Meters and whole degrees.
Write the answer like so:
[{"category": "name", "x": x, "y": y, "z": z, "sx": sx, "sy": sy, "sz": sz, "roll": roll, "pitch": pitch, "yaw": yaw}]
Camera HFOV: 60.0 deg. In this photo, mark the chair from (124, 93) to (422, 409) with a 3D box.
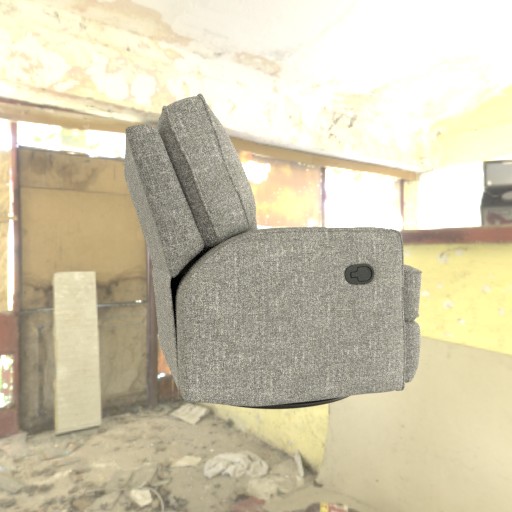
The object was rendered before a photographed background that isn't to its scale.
[{"category": "chair", "x": 0.000, "y": 0.000, "z": 1.699, "sx": 0.964, "sy": 0.962, "sz": 0.861, "roll": 0, "pitch": 0, "yaw": -17}]
